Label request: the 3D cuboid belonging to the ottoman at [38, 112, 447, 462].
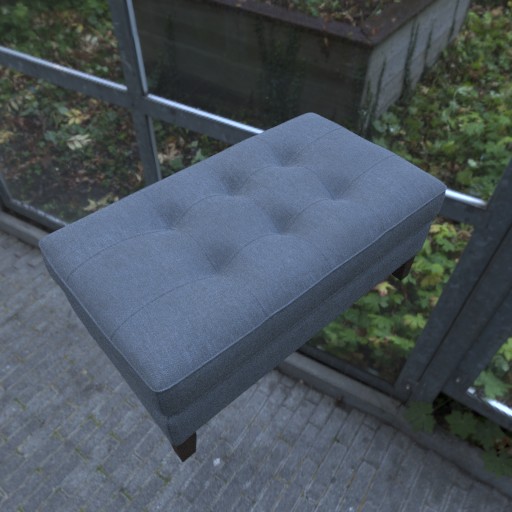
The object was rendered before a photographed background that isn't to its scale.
[{"bbox_3d":[0.000,0.000,1.494,1.143,0.514,0.648,-33,55,-27],"label":"ottoman"}]
